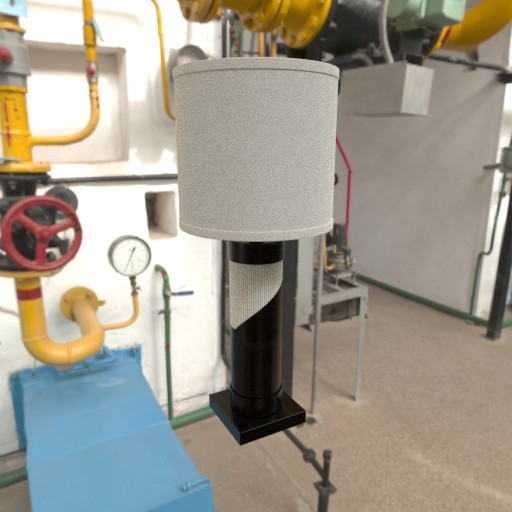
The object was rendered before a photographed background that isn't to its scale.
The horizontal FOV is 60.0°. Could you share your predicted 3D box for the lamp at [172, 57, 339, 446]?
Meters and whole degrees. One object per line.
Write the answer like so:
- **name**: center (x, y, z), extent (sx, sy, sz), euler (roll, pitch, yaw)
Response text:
- **lamp**: center (0.000, 0.000, 0.627), extent (0.211, 0.509, 0.211), euler (-8, 17, -28)
